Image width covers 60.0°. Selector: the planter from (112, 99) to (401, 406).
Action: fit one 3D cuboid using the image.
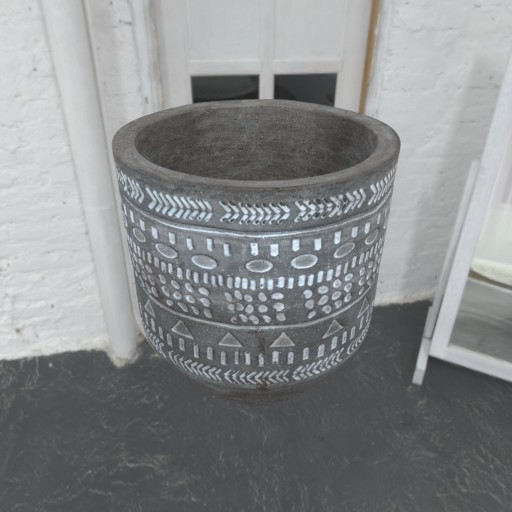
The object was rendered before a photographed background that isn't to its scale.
[{"bbox_3d":[0.000,0.000,0.263,0.142,0.149,0.142,0,32,0],"label":"planter"}]
